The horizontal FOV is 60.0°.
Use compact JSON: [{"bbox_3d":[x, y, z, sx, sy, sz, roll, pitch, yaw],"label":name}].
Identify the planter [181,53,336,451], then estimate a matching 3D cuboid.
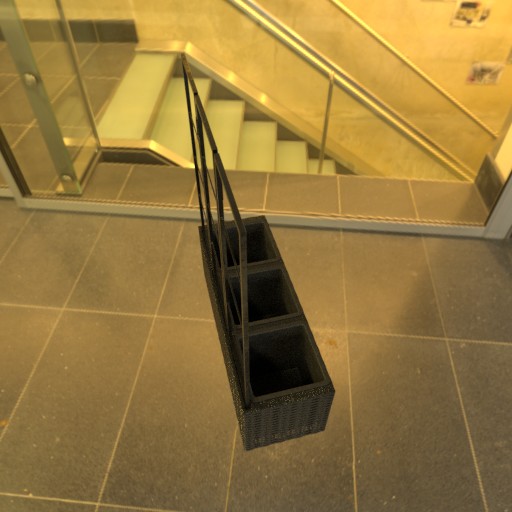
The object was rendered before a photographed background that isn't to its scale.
[{"bbox_3d":[0.000,0.000,1.204,0.244,0.841,0.698,-10,48,-10],"label":"planter"}]
